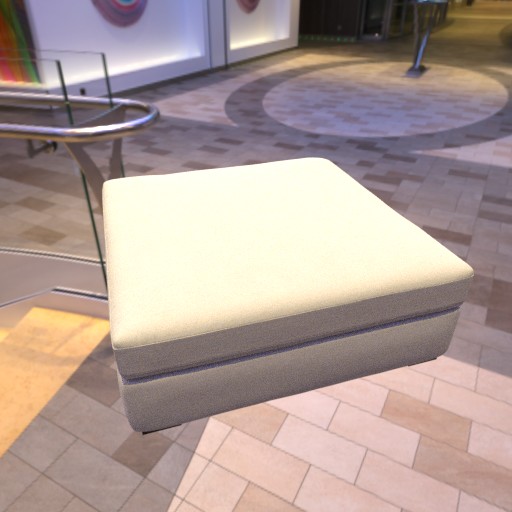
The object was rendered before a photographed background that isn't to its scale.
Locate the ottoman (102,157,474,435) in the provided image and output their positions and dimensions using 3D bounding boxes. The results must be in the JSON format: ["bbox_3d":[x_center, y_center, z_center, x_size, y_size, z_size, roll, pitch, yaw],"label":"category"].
[{"bbox_3d":[0.000,0.000,1.823,1.167,0.482,1.163,-9,33,-15],"label":"ottoman"}]
